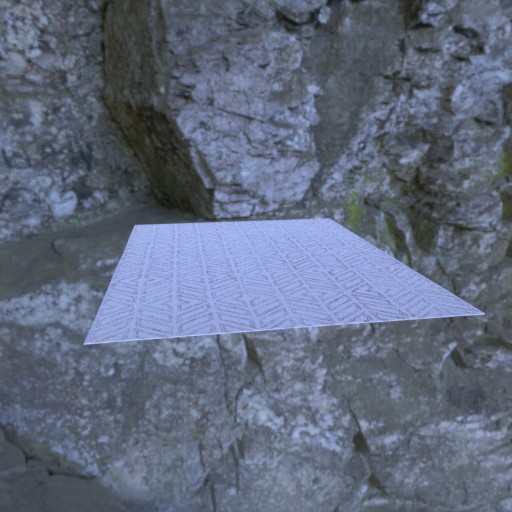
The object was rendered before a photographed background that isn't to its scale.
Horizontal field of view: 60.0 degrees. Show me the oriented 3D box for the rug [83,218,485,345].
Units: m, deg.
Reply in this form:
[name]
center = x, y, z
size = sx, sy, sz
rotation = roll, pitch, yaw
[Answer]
[rug]
center = 0.000, 0.000, 4.042
size = 2.421, 0.008, 3.045
rotation = -3, 17, -9
